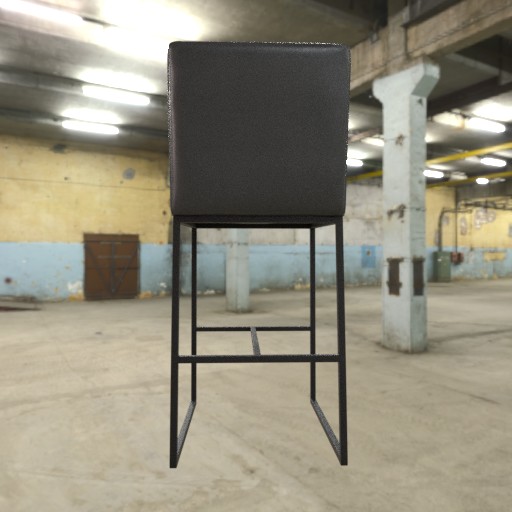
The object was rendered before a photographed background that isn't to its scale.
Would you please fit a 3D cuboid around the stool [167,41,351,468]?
[{"bbox_3d":[0.000,0.000,1.327,0.457,1.040,0.552,0,-1,-2],"label":"stool"}]
